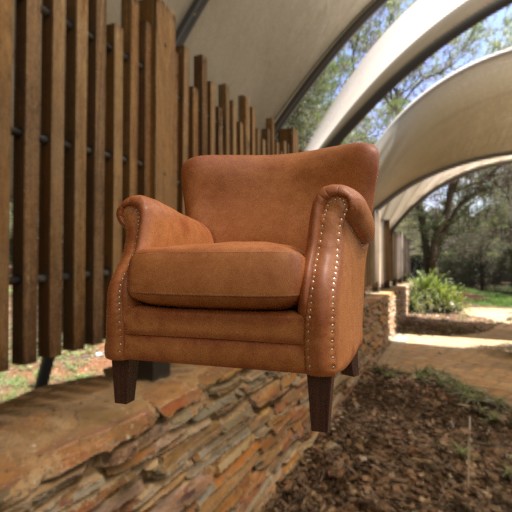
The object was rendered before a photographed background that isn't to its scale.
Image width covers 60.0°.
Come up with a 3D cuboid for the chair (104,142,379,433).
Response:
[{"bbox_3d":[0.000,0.000,1.643,0.861,0.936,0.921,0,-1,18],"label":"chair"}]
